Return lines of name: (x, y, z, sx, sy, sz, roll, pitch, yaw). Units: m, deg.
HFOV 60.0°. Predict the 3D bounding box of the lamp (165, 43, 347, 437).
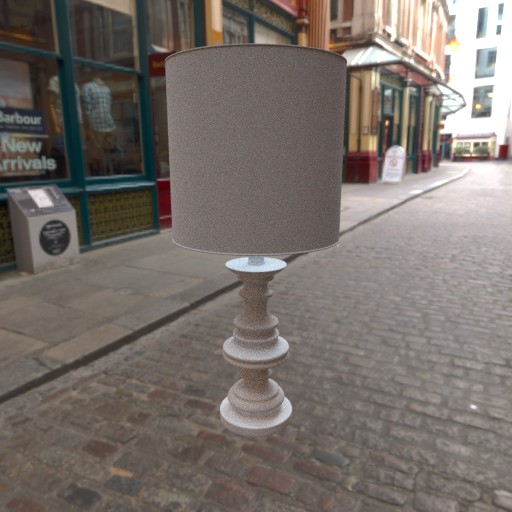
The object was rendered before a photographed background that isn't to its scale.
lamp: (0.000, 0.000, 0.567, 0.208, 0.455, 0.208, 7, 15, 27)
